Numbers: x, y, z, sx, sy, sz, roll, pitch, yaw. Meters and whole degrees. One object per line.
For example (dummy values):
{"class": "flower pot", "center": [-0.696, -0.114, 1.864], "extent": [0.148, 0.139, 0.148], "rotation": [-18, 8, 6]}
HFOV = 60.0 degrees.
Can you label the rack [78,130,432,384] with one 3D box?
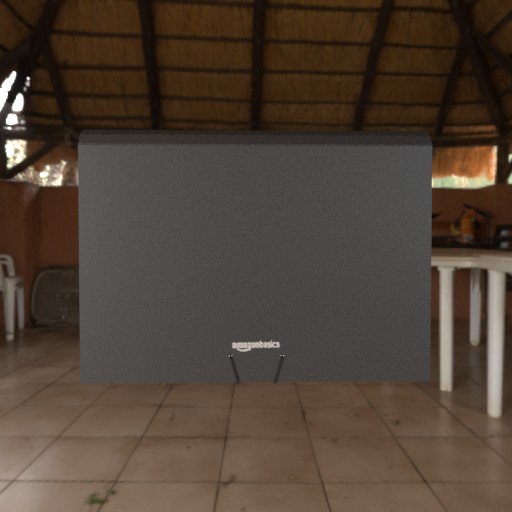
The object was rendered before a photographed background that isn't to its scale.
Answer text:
{"class": "rack", "center": [0.000, 0.000, 0.433], "extent": [0.330, 0.241, 0.041], "rotation": [0, 2, -1]}
